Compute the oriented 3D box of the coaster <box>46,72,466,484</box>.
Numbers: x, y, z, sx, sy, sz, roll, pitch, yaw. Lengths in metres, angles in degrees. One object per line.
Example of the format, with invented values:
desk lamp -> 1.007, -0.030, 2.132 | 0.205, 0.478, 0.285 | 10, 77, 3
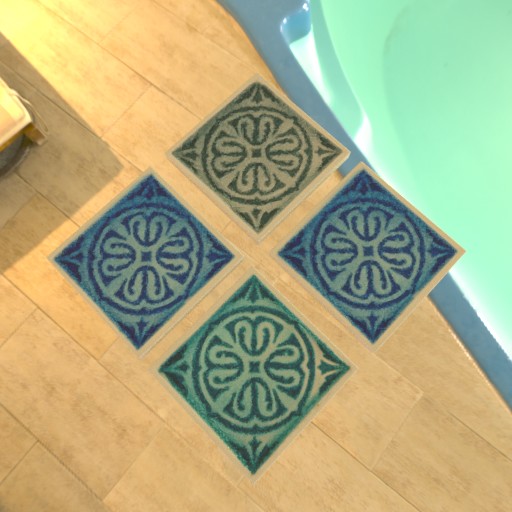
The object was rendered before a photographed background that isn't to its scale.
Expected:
coaster -> 0.000, 0.000, 0.326 | 0.214, 0.010, 0.219 | 44, 80, 10
